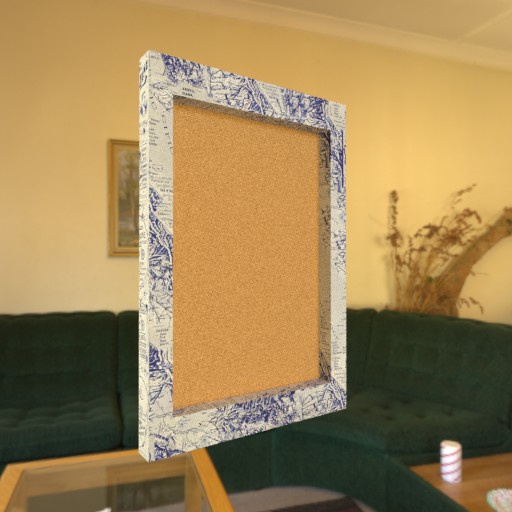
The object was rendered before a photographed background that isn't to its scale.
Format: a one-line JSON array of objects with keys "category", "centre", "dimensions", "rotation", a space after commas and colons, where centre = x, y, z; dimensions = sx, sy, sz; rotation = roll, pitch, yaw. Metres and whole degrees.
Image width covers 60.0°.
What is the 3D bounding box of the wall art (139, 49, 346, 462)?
[{"category": "wall art", "centre": [0.000, 0.000, 0.777], "dimensions": [0.408, 0.601, 0.040], "rotation": [0, 0, -35]}]
